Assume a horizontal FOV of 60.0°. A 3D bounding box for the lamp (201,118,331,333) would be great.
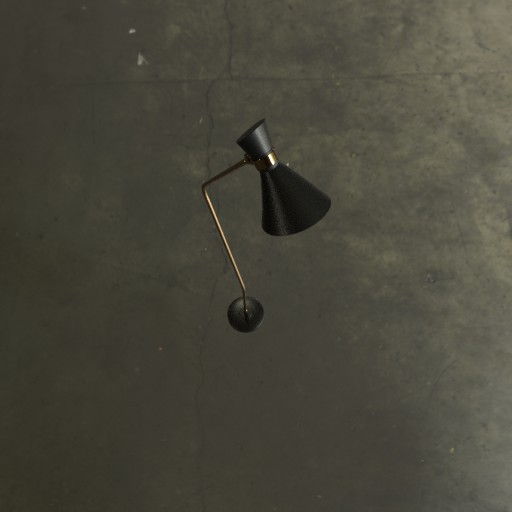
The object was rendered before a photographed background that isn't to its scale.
[{"bbox_3d":[0.000,0.000,1.596,0.277,1.438,0.467,-14,65,-7],"label":"lamp"}]
